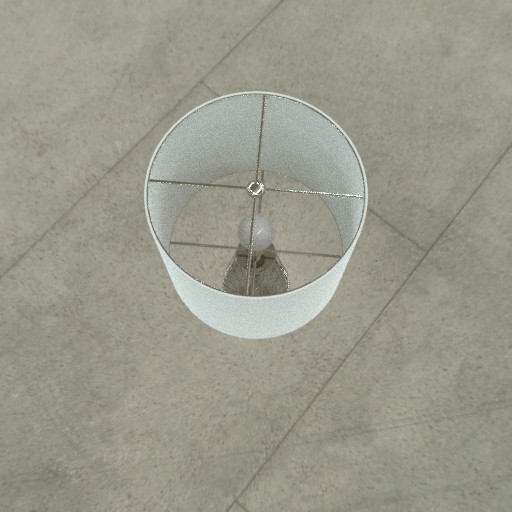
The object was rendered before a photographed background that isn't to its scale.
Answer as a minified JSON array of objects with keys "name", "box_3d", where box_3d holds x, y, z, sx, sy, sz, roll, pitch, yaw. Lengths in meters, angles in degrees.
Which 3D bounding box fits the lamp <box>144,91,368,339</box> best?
[{"name":"lamp","box_3d":[0.000,0.000,0.805,0.303,0.618,0.303,0,75,0]}]
